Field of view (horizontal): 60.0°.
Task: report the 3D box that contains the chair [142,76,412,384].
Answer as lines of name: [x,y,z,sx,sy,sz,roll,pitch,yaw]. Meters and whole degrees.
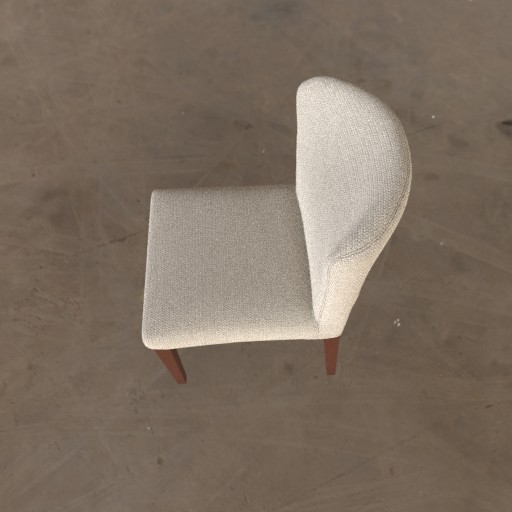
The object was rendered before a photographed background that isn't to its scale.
chair: [0.000,0.000,1.198,0.589,0.839,0.491,-3,59,-2]
